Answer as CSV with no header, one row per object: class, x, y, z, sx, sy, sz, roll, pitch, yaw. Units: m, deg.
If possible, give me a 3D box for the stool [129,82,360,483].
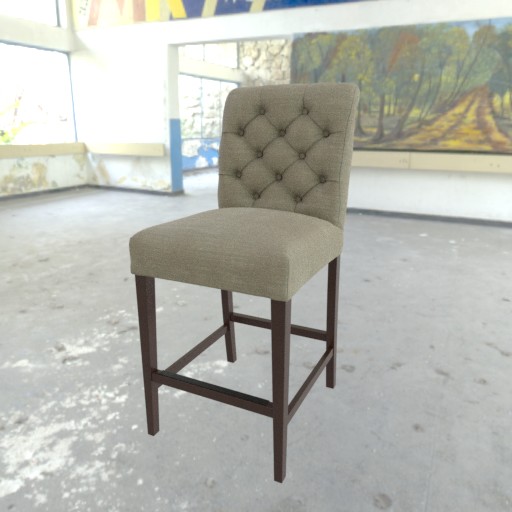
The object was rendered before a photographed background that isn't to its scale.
stool,0.000,0.000,1.436,0.486,1.084,0.660,8,18,25
